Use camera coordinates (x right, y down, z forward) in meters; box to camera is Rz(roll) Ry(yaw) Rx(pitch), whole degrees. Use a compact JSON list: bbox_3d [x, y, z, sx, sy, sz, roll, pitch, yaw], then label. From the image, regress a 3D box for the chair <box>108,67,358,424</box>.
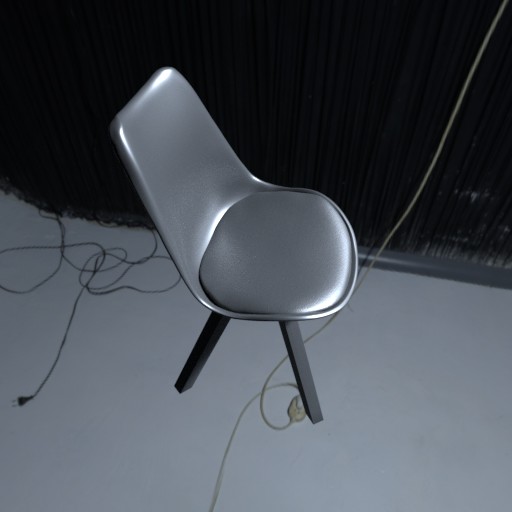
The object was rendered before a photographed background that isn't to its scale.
[{"bbox_3d":[0.000,0.000,1.168,0.530,0.850,0.485,10,47,9],"label":"chair"}]
